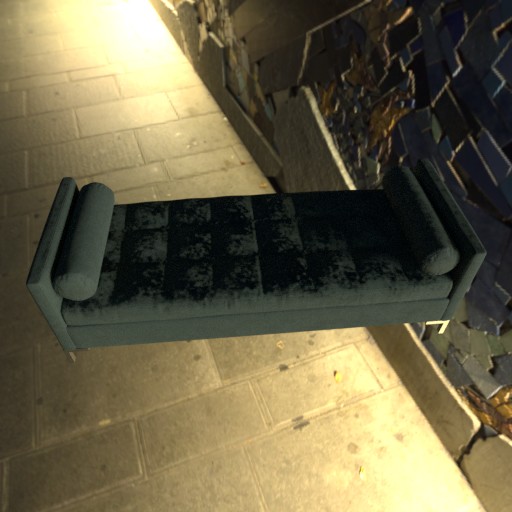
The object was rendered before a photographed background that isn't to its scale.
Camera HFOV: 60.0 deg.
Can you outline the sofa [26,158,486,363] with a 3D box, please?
[{"bbox_3d":[0.000,0.000,2.468,2.102,0.657,0.797,-4,47,-4],"label":"sofa"}]
